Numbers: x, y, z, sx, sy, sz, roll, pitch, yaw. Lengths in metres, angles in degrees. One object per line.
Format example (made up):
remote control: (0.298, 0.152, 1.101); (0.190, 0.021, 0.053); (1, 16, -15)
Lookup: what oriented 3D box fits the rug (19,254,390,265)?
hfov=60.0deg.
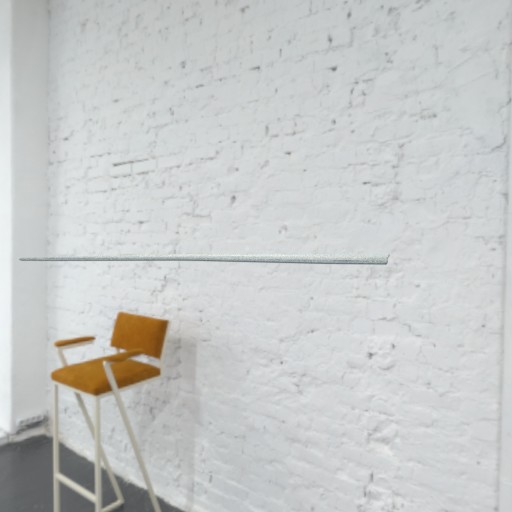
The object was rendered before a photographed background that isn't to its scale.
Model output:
rug: (0.000, 0.000, 4.259); (2.461, 0.046, 3.237); (0, 1, 17)
